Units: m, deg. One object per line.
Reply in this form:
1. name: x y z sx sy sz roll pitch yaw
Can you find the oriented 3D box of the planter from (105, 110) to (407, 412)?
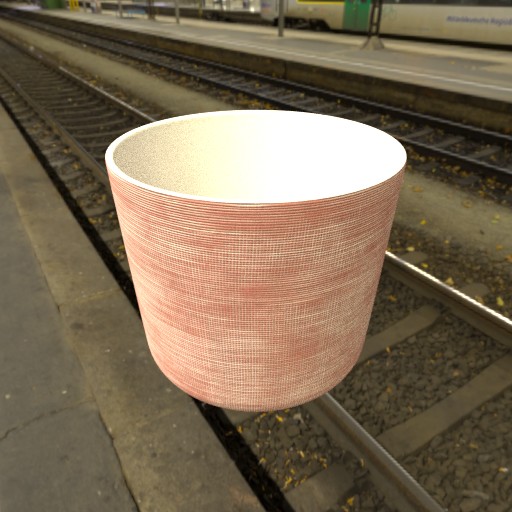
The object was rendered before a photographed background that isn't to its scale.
1. planter: 0.000 0.000 0.774 0.440 0.398 0.440 0 31 0
